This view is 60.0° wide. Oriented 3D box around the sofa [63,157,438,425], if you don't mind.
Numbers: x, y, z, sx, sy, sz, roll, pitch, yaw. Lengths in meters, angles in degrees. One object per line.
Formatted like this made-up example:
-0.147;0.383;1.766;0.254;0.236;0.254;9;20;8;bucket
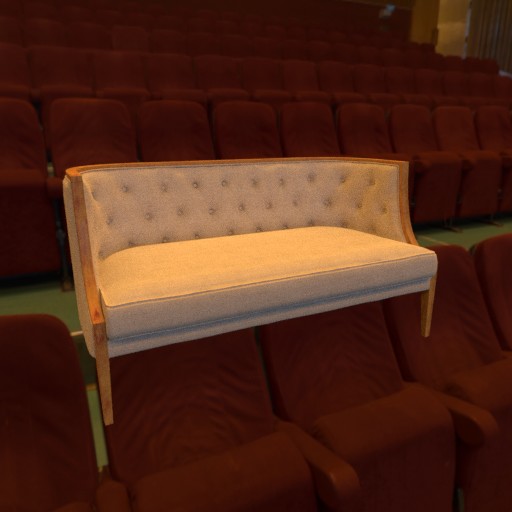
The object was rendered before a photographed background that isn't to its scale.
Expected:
0.000;0.000;1.931;1.474;0.775;0.770;-8;18;-25;sofa
